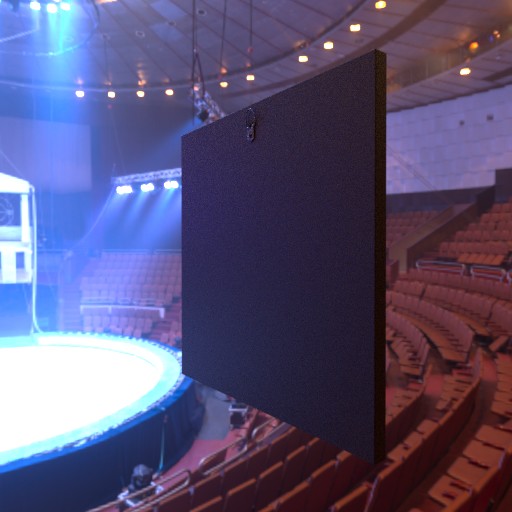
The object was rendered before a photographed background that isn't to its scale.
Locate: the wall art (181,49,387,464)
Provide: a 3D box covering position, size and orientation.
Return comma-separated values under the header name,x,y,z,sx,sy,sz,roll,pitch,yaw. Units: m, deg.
name,x,y,z,sx,sy,sz,roll,pitch,yaw
wall art,0.000,0.000,1.188,0.043,0.807,0.805,0,1,-37
